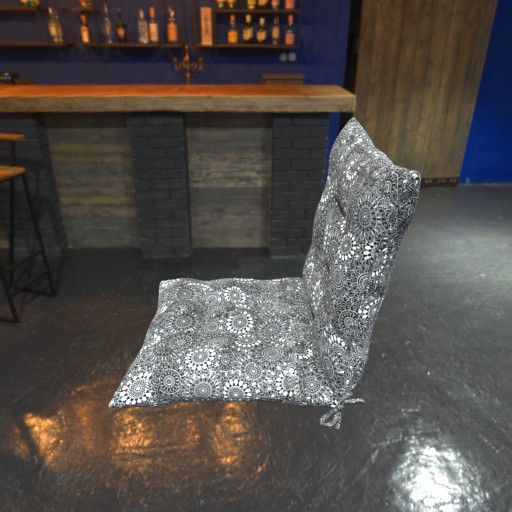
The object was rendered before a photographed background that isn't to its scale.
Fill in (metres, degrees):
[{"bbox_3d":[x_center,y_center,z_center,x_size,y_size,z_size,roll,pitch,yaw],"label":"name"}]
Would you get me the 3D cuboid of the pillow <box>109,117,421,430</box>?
[{"bbox_3d":[0.000,0.000,1.011,0.585,0.536,0.541,0,27,0],"label":"pillow"}]
